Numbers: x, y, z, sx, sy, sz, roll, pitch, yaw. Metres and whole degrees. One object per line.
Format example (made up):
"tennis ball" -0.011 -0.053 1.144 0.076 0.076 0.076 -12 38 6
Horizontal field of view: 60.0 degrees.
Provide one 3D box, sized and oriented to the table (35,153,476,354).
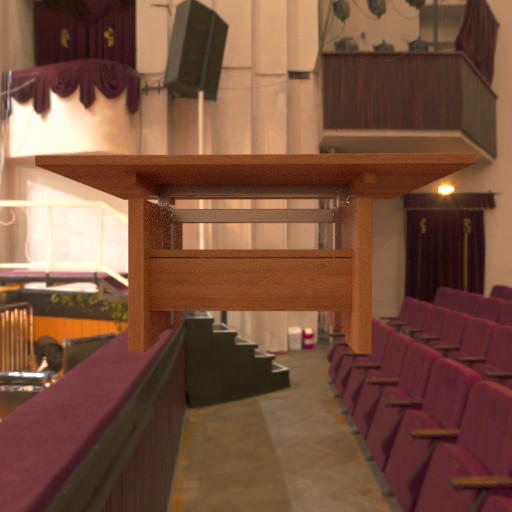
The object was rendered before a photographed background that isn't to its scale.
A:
"table" 0.000 0.000 1.455 1.100 0.510 0.700 0 0 1
